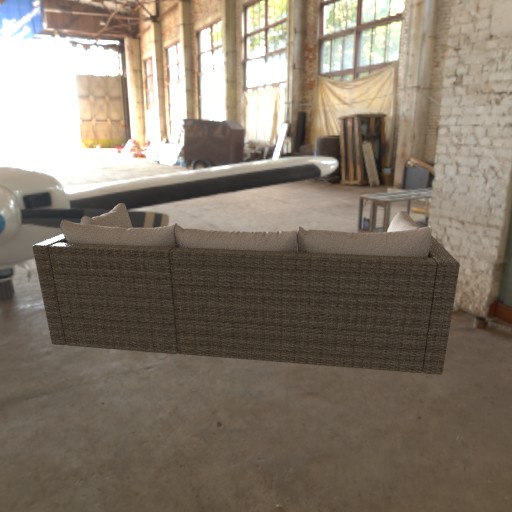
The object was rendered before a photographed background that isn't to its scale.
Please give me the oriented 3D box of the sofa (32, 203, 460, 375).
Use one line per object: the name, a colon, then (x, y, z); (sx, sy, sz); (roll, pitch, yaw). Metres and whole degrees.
sofa: (0.000, 0.000, 3.082); (2.192, 0.766, 1.662); (2, 16, 9)
